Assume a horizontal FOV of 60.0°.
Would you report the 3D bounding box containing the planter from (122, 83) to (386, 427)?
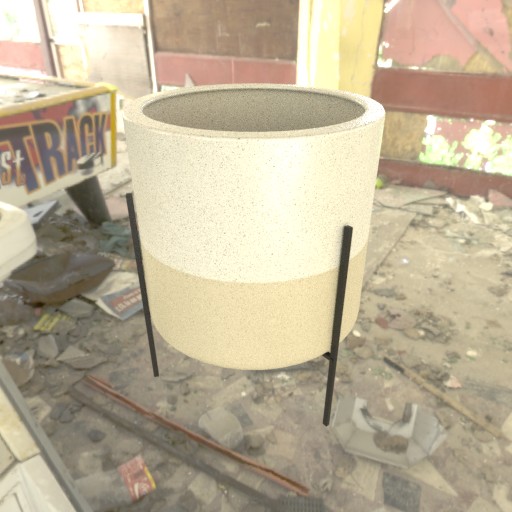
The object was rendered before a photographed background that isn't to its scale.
[{"bbox_3d":[0.000,0.000,0.732,0.359,0.484,0.368,-23,37,-34],"label":"planter"}]
